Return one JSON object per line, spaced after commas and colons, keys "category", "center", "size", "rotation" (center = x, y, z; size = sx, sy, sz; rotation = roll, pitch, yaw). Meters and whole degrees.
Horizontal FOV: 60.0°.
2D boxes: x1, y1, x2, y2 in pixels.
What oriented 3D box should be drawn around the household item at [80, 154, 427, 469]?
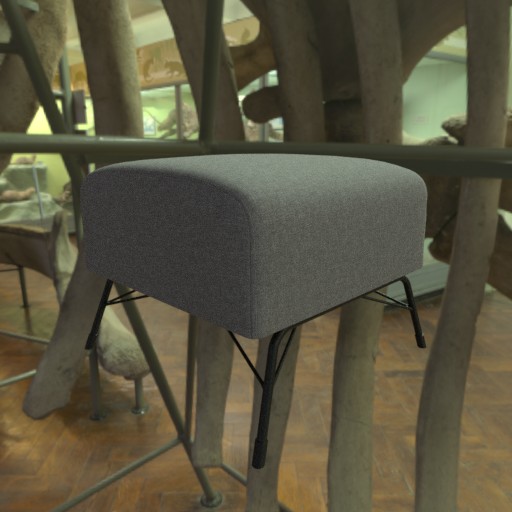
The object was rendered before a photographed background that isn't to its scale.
{"category": "household item", "center": [0.000, 0.000, 0.913], "size": [0.530, 0.410, 0.530], "rotation": [14, 20, 43]}
